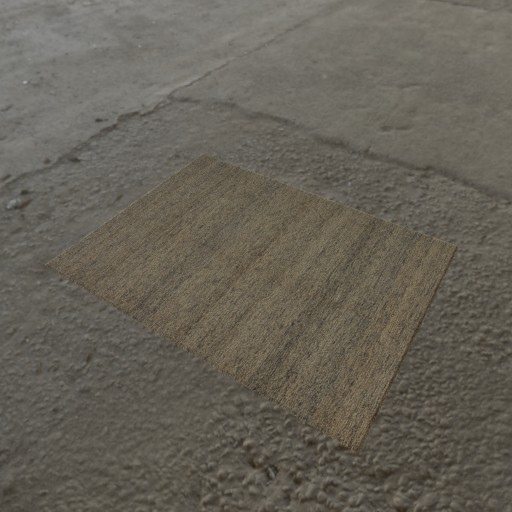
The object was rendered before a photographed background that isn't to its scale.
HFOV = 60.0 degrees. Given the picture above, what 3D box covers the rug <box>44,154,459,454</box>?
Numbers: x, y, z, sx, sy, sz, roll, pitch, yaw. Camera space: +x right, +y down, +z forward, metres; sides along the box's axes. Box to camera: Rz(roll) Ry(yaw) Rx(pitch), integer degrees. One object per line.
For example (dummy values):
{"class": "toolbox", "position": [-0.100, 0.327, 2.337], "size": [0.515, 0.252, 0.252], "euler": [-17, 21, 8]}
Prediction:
{"class": "rug", "position": [0.000, 0.000, 4.281], "size": [3.199, 0.036, 2.414], "euler": [24, 49, 23]}
